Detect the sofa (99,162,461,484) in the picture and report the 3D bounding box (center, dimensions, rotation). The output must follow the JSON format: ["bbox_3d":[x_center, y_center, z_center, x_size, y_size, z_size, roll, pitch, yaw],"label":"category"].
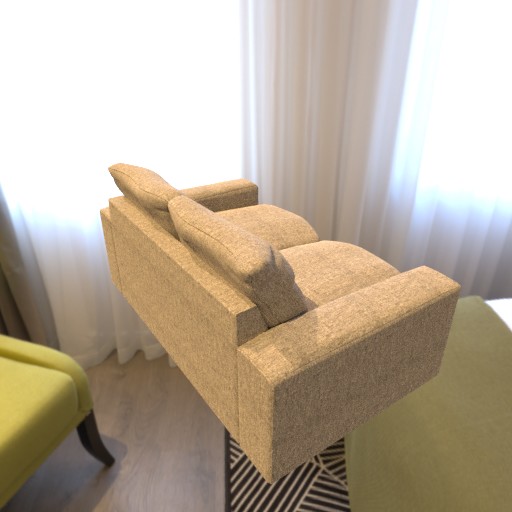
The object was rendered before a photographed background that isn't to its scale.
[{"bbox_3d":[0.000,0.000,2.356,1.094,0.877,1.758,-18,33,-30],"label":"sofa"}]
